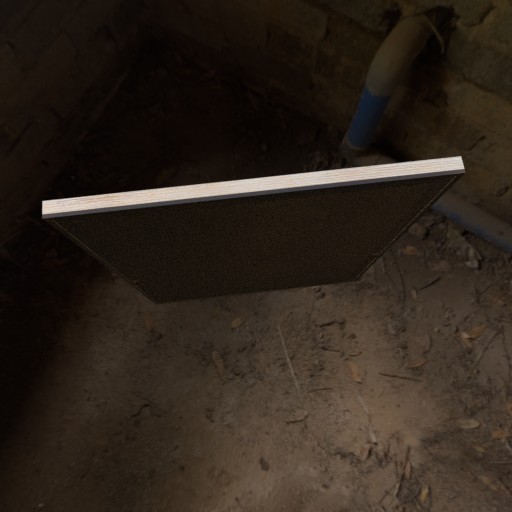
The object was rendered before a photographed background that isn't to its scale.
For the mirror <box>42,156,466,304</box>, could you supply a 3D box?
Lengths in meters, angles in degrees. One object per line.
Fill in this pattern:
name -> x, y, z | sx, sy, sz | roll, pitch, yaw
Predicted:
mirror -> 0.000, 0.000, 1.188 | 0.730, 0.882, 0.032 | -6, 74, -2
